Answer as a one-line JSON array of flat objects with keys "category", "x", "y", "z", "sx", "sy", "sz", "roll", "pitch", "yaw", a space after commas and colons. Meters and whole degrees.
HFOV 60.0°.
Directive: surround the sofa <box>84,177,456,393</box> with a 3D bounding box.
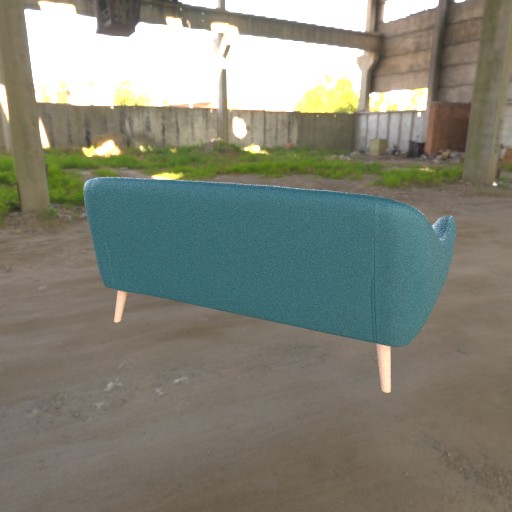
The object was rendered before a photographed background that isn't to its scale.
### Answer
[{"category": "sofa", "x": 0.000, "y": 0.000, "z": 2.297, "sx": 1.840, "sy": 0.836, "sz": 0.820, "roll": 8, "pitch": 18, "yaw": 26}]
